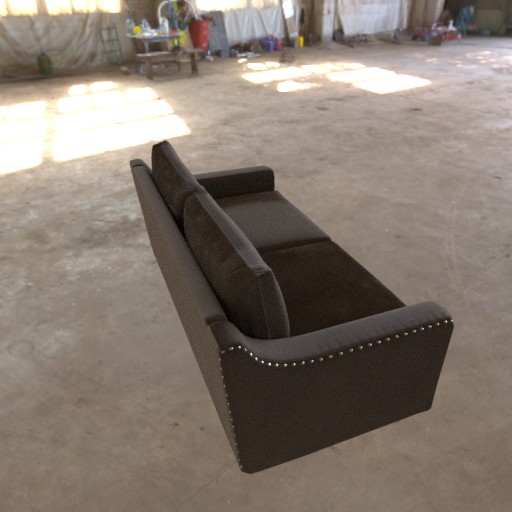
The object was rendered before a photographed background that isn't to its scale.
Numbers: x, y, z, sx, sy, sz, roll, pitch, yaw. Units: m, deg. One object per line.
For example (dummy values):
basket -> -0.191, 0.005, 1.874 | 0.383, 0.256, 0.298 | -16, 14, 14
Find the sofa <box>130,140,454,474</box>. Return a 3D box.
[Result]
sofa -> 0.000, 0.000, 3.205 | 1.336, 1.196, 2.550 | -12, 33, -19
